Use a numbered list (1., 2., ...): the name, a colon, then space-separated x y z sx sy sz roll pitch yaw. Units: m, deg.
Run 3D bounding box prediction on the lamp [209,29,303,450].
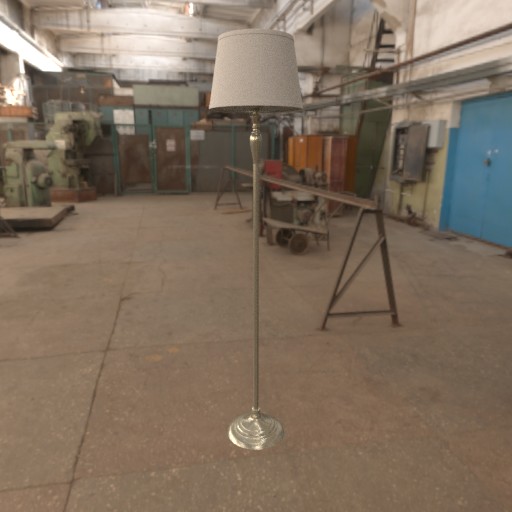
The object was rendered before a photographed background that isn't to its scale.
1. lamp: 0.000 0.000 1.670 0.327 1.506 0.327 -2 14 -9
